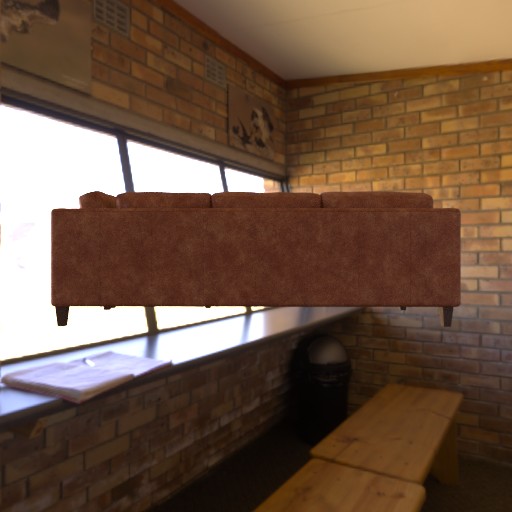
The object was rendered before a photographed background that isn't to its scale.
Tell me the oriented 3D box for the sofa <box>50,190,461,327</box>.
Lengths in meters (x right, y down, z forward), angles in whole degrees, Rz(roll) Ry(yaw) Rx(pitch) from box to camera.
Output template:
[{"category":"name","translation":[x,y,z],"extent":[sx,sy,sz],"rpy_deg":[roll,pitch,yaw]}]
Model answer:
[{"category":"sofa","translation":[0.000,0.000,4.187],"extent":[2.438,0.838,3.150],"rpy_deg":[0,0,0]}]
